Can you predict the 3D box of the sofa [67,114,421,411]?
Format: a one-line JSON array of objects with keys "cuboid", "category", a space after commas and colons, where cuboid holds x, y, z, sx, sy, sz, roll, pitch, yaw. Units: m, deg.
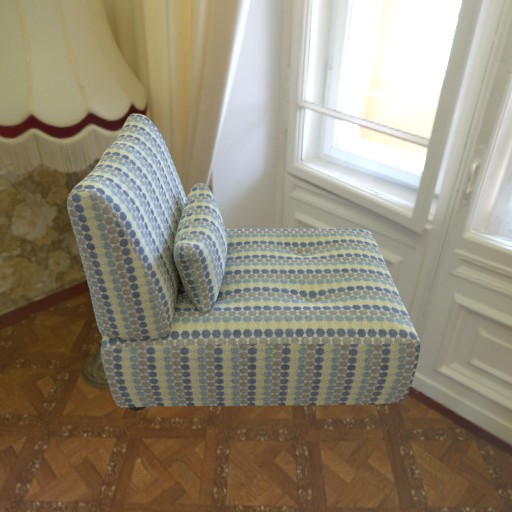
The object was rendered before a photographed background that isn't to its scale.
[{"cuboid": [0.000, 0.000, 1.570, 1.000, 0.820, 0.700, 0, 34, -1], "category": "sofa"}]
